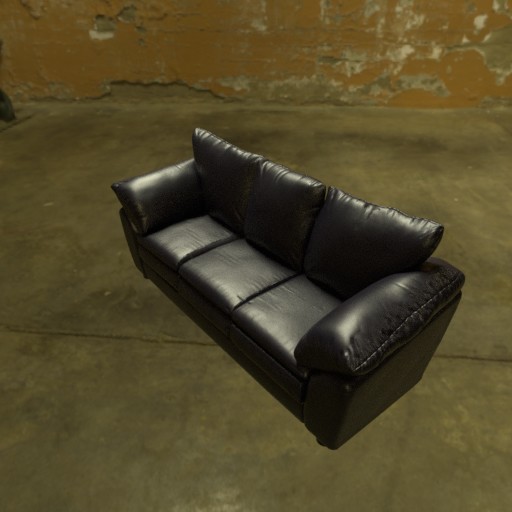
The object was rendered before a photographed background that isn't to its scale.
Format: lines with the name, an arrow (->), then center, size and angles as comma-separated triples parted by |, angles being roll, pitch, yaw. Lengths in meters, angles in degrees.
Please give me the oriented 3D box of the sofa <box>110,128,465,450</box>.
sofa -> 0.000, 0.000, 2.815 | 0.880, 1.073, 2.336 | -23, 38, -32
